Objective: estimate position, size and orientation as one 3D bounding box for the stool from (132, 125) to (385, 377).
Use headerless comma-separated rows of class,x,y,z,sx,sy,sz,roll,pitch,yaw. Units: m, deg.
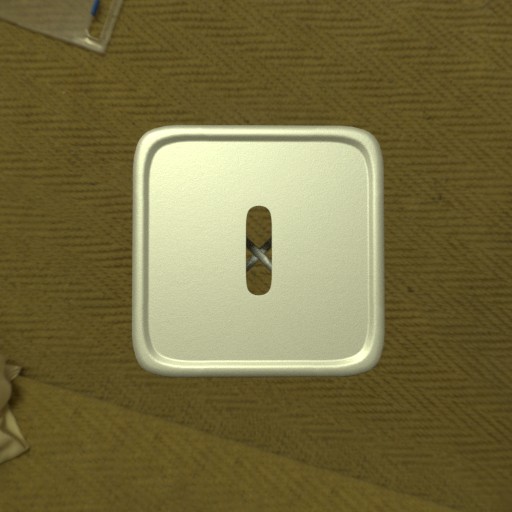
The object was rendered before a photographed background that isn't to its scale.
stool,0.000,0.000,0.834,0.406,0.610,0.406,0,89,-1
